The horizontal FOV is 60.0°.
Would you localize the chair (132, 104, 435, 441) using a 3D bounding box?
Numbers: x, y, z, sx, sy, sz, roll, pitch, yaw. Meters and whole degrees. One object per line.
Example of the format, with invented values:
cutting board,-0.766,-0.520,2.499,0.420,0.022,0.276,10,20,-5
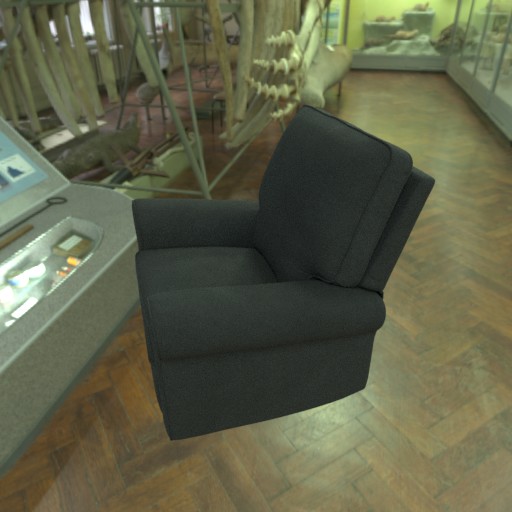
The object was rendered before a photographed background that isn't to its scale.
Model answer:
chair,0.000,0.000,1.654,0.878,0.961,0.890,-9,32,-14
